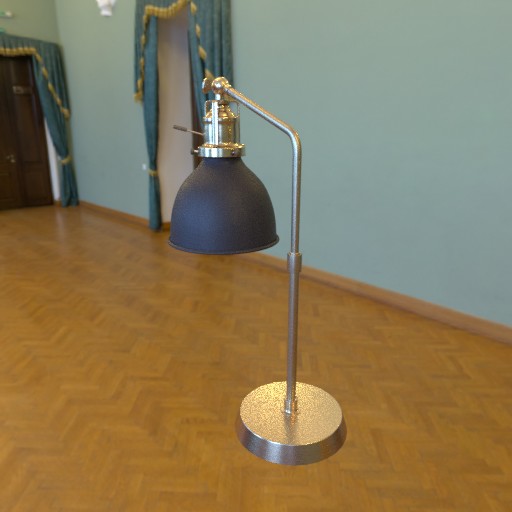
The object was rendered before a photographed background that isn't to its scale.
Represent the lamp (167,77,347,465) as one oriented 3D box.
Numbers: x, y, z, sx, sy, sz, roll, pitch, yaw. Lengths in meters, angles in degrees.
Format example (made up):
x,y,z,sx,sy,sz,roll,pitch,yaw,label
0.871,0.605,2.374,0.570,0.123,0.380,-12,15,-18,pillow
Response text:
x,y,z,sx,sy,sz,roll,pitch,yaw,label
0.000,0.000,0.595,0.160,0.456,0.291,-16,23,-42,lamp
